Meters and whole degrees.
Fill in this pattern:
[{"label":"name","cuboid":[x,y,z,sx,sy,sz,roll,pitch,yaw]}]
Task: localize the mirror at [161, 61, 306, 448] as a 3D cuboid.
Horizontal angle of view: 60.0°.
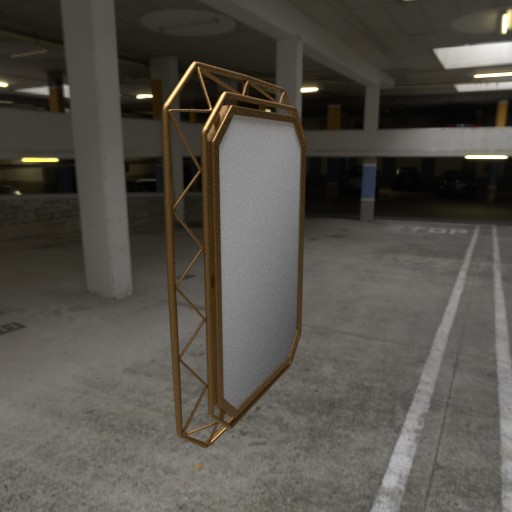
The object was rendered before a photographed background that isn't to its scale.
[{"label":"mirror","cuboid":[0.000,0.000,0.737,0.042,0.566,0.417,7,15,27]}]
